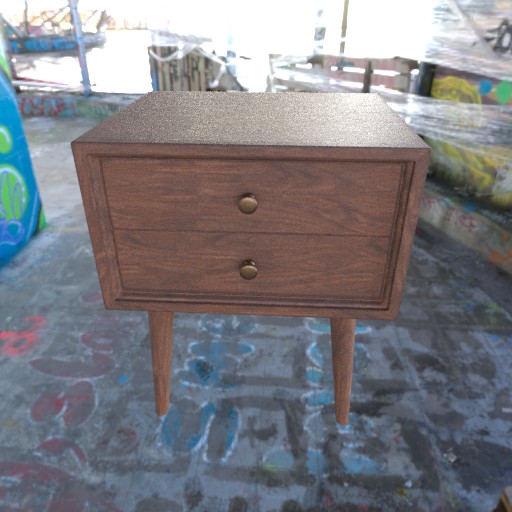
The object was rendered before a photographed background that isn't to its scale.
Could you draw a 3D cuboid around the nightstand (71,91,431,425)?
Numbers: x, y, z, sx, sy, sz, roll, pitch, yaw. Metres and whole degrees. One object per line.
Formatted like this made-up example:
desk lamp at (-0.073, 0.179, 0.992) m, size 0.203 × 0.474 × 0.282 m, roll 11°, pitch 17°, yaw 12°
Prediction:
nightstand at (0.000, 0.000, 0.969) m, size 0.521 × 0.607 × 0.445 m, roll 2°, pitch 30°, yaw 3°
